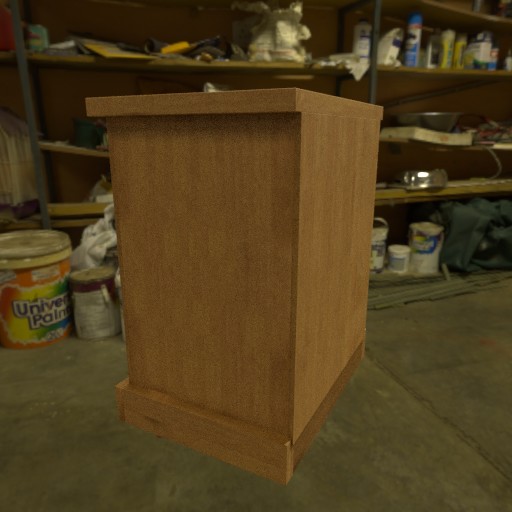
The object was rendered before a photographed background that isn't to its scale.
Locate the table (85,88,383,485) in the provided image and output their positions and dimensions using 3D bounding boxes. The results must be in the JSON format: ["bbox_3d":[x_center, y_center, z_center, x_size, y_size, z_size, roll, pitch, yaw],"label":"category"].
[{"bbox_3d":[0.000,0.000,1.245,0.500,0.813,0.660,8,18,27],"label":"table"}]
